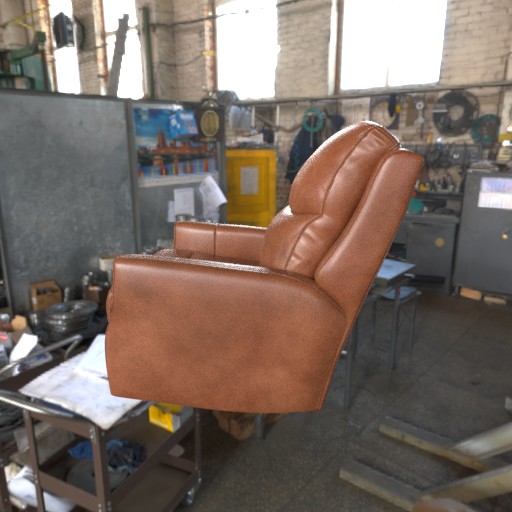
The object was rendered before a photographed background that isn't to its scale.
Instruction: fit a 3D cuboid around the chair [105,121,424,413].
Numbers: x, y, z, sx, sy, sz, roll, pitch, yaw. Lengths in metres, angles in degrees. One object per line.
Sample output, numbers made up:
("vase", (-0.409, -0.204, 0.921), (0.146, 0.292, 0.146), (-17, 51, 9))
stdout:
("chair", (0.000, 0.000, 1.772), (1.072, 1.016, 0.821), (2, 15, 7))
